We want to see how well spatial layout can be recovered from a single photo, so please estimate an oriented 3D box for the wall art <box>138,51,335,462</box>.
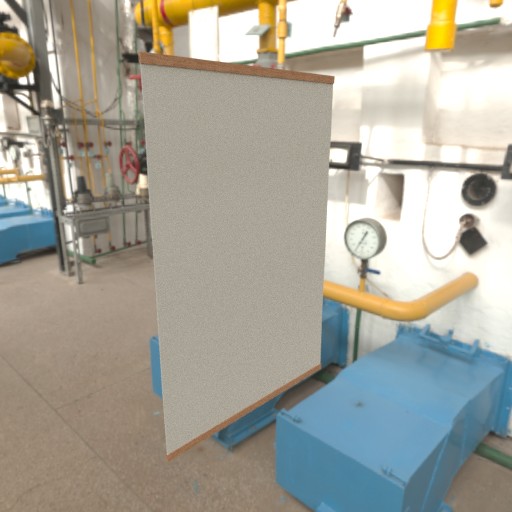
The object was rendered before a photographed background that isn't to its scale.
[{"bbox_3d":[0.000,0.000,1.925,1.019,1.527,0.019,-16,23,-43],"label":"wall art"}]
